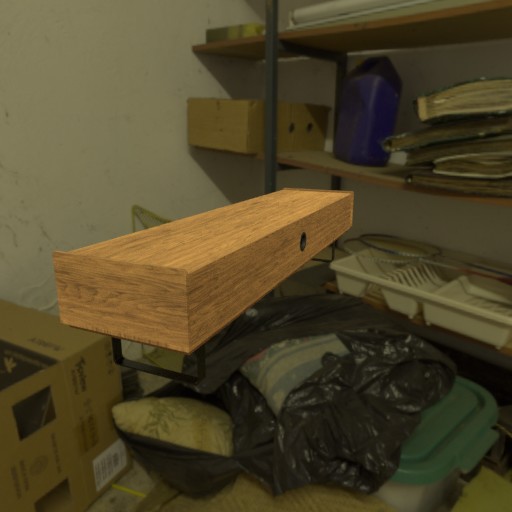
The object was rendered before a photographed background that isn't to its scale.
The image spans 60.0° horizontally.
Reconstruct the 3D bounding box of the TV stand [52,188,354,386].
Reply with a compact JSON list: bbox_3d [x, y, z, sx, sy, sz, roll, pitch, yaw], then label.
[{"bbox_3d":[0.000,0.000,2.025,0.467,0.415,1.796,7,17,24],"label":"TV stand"}]
